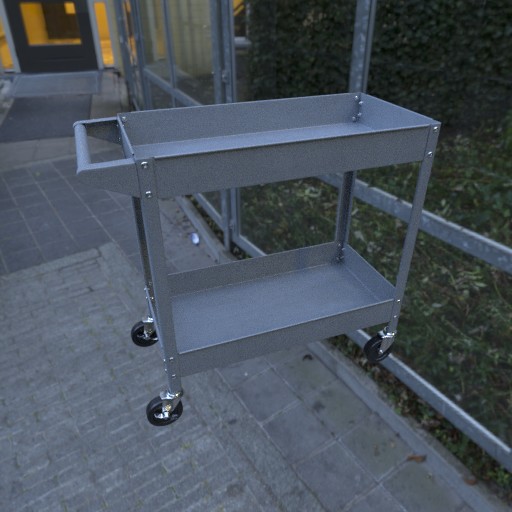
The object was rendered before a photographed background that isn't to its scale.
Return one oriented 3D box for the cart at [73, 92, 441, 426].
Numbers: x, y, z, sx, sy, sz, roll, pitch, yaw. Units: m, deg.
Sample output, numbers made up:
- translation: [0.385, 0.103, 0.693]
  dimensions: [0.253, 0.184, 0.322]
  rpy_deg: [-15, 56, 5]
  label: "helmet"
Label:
- translation: [0.000, 0.000, 1.186]
  dimensions: [0.779, 0.719, 0.366]
  rpy_deg: [-11, 34, -17]
  label: "cart"
